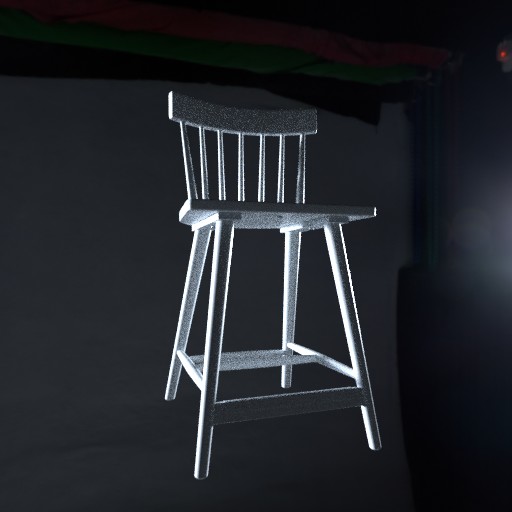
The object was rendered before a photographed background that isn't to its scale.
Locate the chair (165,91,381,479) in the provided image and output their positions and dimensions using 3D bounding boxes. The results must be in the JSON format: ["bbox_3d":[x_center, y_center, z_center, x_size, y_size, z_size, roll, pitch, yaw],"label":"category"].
[{"bbox_3d":[0.000,0.000,1.279,0.483,0.952,0.572,0,0,-19],"label":"chair"}]
